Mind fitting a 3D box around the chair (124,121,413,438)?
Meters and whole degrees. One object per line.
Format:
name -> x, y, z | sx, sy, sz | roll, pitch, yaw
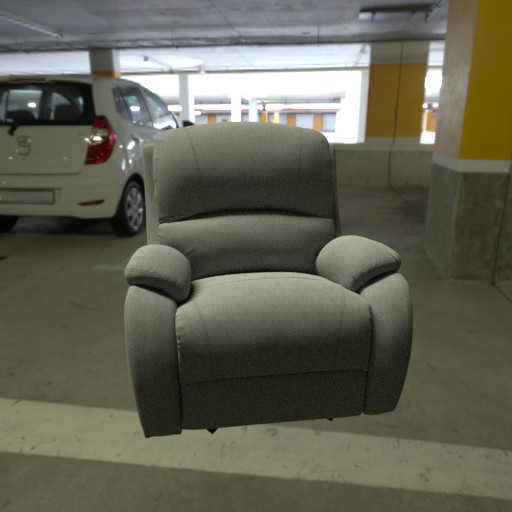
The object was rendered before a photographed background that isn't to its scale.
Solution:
chair -> 0.000, 0.000, 1.724 | 0.930, 1.011, 0.899 | -3, 16, -9
